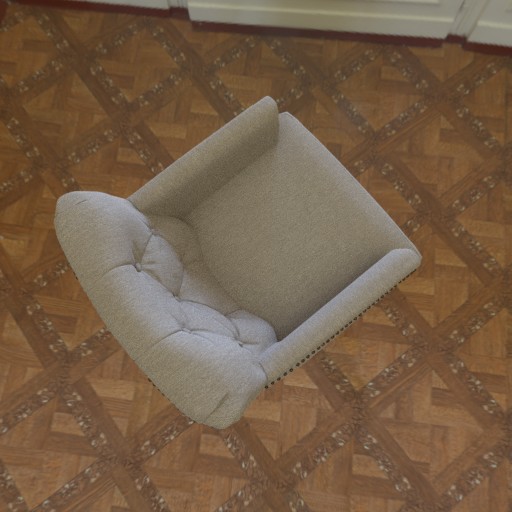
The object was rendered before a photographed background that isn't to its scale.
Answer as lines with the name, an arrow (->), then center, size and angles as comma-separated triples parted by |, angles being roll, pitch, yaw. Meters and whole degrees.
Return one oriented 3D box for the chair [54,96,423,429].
chair -> 0.000, 0.000, 1.493 | 0.902, 0.823, 0.737 | -38, 78, -9
